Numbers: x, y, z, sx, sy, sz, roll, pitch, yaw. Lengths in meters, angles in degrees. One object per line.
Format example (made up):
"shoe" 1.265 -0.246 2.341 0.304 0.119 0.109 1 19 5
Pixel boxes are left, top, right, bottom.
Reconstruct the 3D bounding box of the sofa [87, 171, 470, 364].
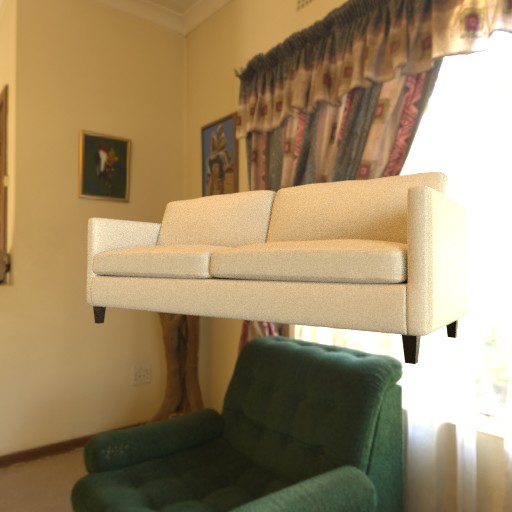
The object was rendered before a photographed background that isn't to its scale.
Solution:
"sofa" 0.000 0.000 2.919 2.434 0.965 0.948 -1 -1 35
